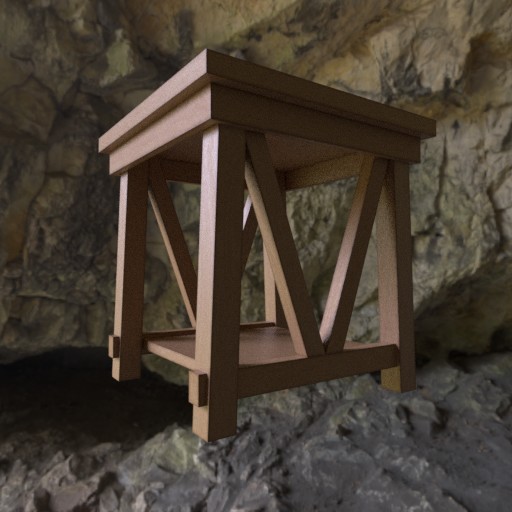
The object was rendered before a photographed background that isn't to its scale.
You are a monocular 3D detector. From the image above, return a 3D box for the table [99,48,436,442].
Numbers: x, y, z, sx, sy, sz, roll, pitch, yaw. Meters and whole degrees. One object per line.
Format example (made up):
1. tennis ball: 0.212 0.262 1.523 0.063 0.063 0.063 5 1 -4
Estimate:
1. table: 0.000 0.000 1.115 0.612 0.638 0.610 1 -1 -35
